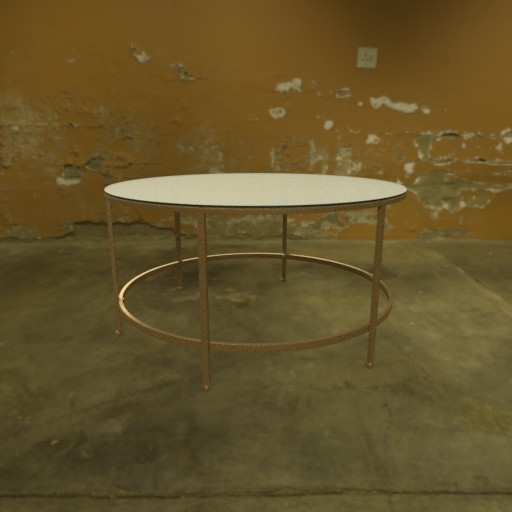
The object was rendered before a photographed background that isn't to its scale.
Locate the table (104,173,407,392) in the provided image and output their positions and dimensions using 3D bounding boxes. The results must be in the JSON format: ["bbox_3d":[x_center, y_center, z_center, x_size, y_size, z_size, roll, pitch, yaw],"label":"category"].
[{"bbox_3d":[0.000,0.000,1.465,0.914,0.470,0.914,0,15,0],"label":"table"}]
